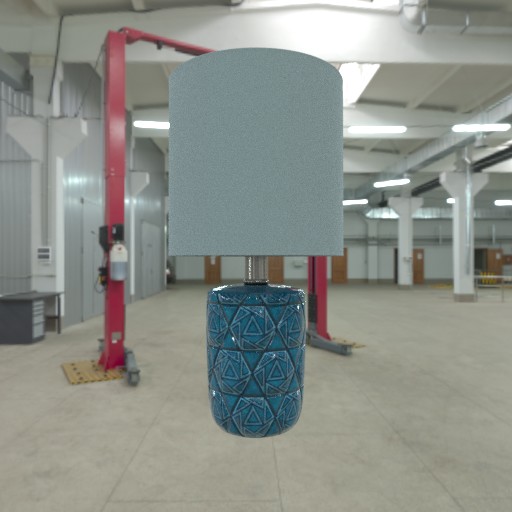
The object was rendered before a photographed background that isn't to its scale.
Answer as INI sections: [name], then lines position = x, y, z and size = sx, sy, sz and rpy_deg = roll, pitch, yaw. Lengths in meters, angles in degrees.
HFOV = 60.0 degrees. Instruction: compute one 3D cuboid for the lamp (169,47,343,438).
[lamp]
position = 0.000, 0.000, 0.497
size = 0.193, 0.377, 0.193
rpy_deg = 0, 0, -36
